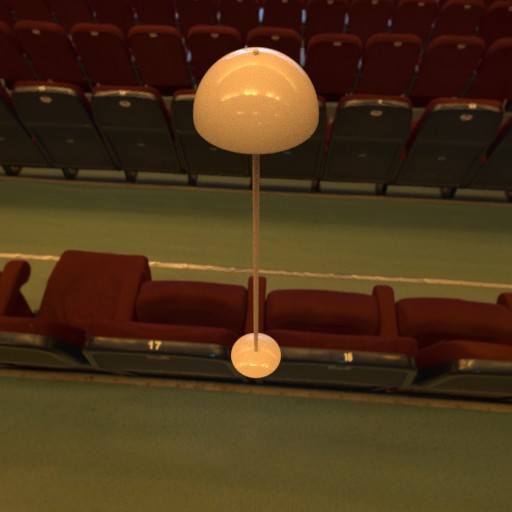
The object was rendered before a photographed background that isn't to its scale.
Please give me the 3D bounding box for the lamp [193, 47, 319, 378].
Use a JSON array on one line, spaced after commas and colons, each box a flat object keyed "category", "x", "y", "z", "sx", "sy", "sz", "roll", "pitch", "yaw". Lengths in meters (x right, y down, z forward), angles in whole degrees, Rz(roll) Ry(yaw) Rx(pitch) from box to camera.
[{"category": "lamp", "x": 0.000, "y": 0.000, "z": 1.597, "sx": 0.328, "sy": 1.480, "sz": 0.328, "roll": 3, "pitch": 50, "yaw": 2}]
